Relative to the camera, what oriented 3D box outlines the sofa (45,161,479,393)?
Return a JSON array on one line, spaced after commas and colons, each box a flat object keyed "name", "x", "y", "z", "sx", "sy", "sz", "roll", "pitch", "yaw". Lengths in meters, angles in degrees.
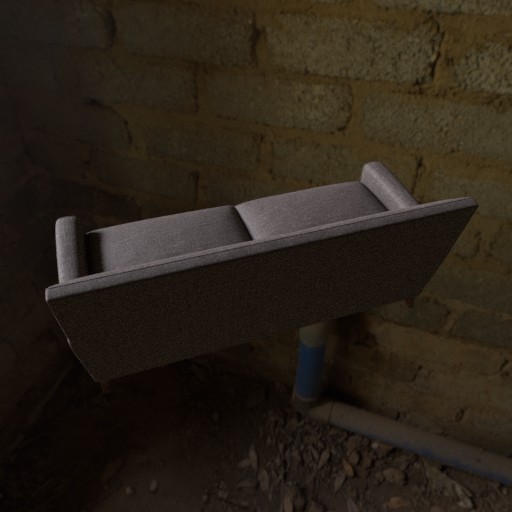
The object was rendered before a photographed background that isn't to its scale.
[{"name": "sofa", "x": 0.000, "y": 0.000, "z": 2.411, "sx": 1.976, "sy": 0.846, "sz": 0.875, "roll": -13, "pitch": 43, "yaw": -14}]
